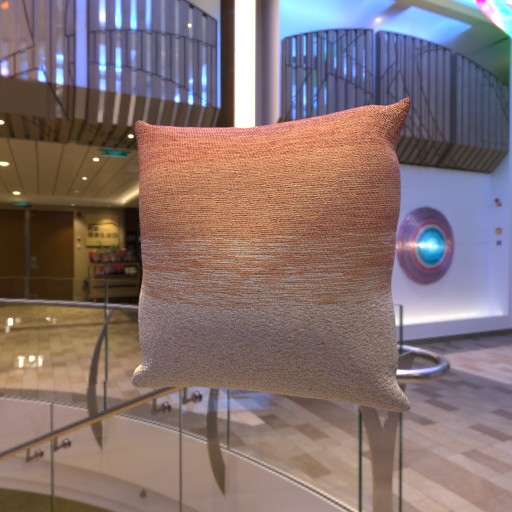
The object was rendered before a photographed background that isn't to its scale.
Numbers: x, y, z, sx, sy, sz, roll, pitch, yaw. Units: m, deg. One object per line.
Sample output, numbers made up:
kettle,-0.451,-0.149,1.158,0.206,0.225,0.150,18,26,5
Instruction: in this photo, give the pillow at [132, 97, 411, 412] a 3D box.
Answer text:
pillow,0.000,0.000,0.664,0.440,0.441,0.182,0,1,18
